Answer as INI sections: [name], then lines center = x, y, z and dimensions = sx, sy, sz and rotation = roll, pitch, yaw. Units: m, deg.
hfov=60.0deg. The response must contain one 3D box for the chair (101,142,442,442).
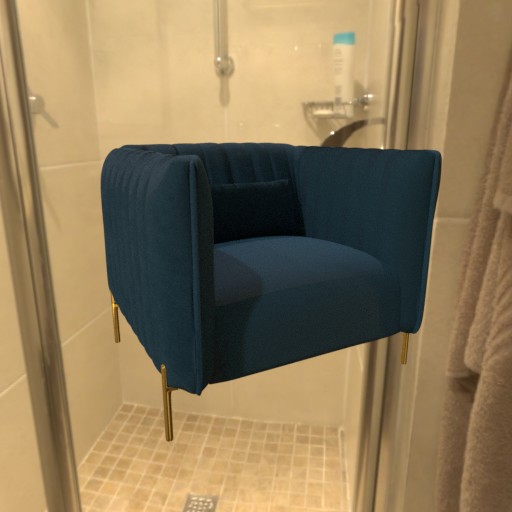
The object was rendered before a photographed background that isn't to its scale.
[chair]
center = 0.000, 0.000, 1.620
dimensions = 0.947, 0.793, 0.877
rotation = -8, 17, -27
